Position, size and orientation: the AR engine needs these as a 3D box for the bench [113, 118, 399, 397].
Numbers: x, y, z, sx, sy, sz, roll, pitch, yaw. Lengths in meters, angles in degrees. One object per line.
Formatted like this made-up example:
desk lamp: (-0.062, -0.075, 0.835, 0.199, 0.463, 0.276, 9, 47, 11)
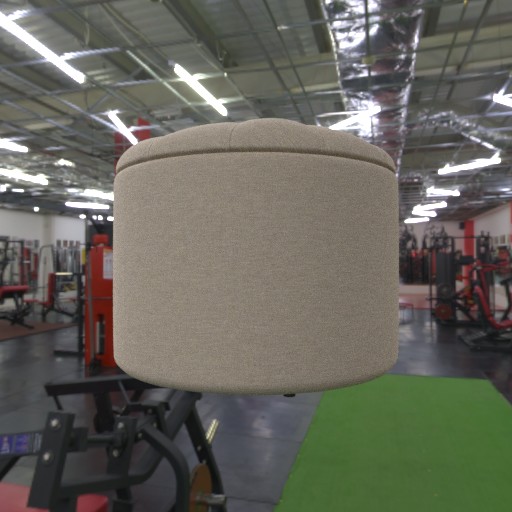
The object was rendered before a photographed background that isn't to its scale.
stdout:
bench: (0.000, 0.000, 0.977, 0.600, 0.454, 0.600, 0, -1, 0)
